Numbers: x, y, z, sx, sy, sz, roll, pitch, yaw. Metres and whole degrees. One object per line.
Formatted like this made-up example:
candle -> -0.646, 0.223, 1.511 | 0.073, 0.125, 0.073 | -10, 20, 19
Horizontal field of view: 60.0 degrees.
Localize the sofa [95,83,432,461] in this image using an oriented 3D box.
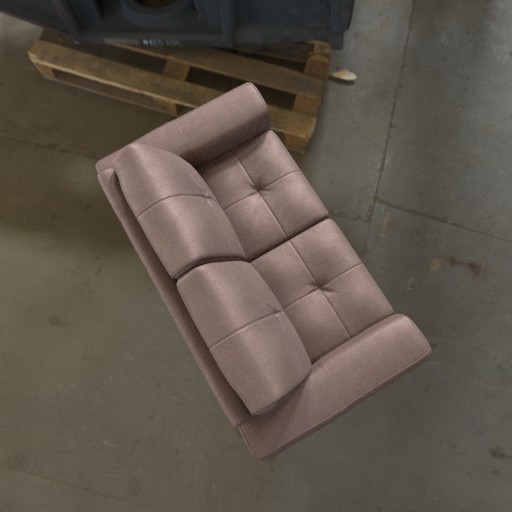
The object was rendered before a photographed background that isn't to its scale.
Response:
sofa -> 0.000, 0.000, 2.364 | 1.018, 0.907, 1.806 | -30, 78, -7
